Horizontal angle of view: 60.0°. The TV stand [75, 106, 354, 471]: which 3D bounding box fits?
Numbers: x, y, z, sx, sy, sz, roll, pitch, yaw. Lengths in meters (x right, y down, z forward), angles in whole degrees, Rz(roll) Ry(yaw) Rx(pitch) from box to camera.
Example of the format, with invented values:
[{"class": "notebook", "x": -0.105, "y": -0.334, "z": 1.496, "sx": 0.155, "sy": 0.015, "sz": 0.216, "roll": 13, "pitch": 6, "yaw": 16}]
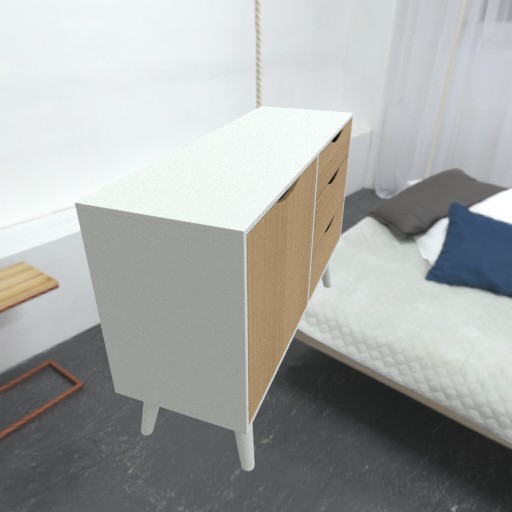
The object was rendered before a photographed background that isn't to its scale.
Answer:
[{"class": "TV stand", "x": 0.000, "y": 0.000, "z": 1.604, "sx": 0.406, "sy": 0.812, "sz": 1.193, "roll": 11, "pitch": 31, "yaw": 18}]
